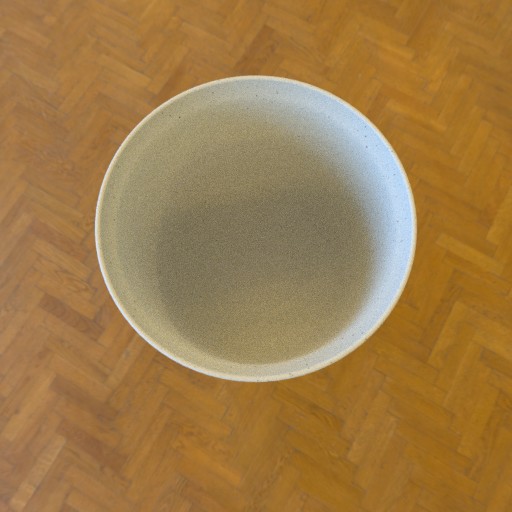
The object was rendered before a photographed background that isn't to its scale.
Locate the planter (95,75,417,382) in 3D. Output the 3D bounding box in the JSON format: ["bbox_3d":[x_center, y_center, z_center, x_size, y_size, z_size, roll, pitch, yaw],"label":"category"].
[{"bbox_3d":[0.000,0.000,0.384,0.204,0.214,0.204,0,76,0],"label":"planter"}]
